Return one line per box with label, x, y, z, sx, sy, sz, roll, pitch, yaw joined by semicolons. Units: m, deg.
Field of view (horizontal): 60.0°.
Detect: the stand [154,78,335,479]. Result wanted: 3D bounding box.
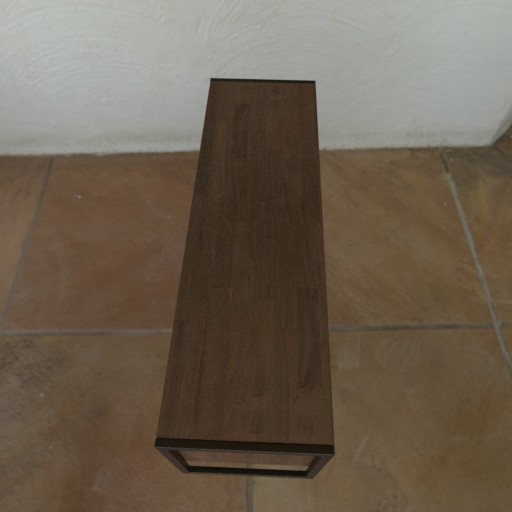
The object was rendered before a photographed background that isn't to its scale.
stand;0.000;0.000;1.714;0.454;0.506;1.480;2;57;1
